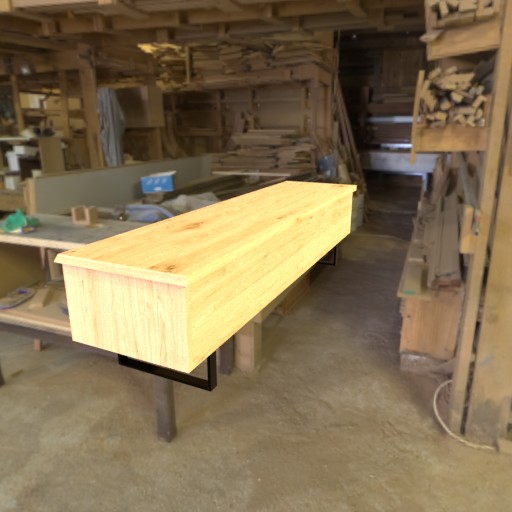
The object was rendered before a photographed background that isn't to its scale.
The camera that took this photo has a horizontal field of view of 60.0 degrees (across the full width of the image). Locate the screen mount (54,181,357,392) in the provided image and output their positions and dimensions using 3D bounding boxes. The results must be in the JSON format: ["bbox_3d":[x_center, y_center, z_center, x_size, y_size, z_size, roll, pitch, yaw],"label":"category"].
[{"bbox_3d":[0.000,0.000,1.944,0.450,0.430,1.700,8,19,25],"label":"screen mount"}]
